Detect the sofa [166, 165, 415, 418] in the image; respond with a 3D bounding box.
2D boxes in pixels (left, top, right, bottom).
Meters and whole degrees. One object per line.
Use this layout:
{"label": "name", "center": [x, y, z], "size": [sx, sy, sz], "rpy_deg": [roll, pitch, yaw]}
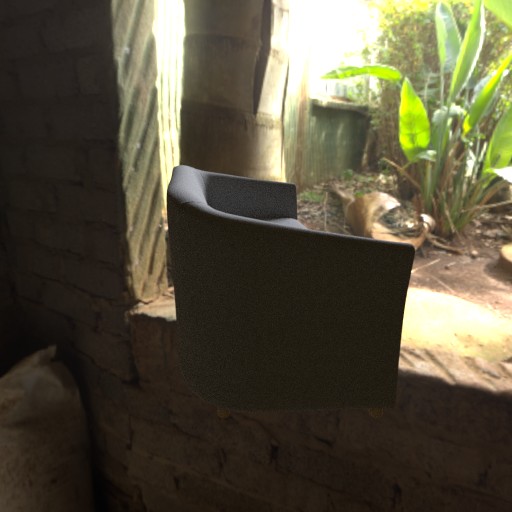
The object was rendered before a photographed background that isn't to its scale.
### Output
{"label": "sofa", "center": [0.000, 0.000, 1.935], "size": [0.705, 0.721, 1.452], "rpy_deg": [-2, 16, -8]}
